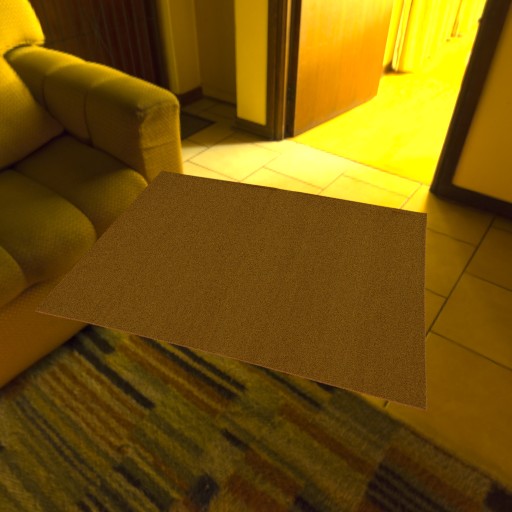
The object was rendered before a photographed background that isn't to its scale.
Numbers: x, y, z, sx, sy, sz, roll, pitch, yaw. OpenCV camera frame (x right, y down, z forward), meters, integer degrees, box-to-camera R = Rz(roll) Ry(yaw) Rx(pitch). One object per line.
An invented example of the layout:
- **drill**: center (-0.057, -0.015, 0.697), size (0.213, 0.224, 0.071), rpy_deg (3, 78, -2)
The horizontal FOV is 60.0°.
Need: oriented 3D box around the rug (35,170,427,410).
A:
- **rug**: center (0.000, 0.000, 4.287), size (3.202, 0.045, 2.434), rpy_deg (11, 42, 13)
